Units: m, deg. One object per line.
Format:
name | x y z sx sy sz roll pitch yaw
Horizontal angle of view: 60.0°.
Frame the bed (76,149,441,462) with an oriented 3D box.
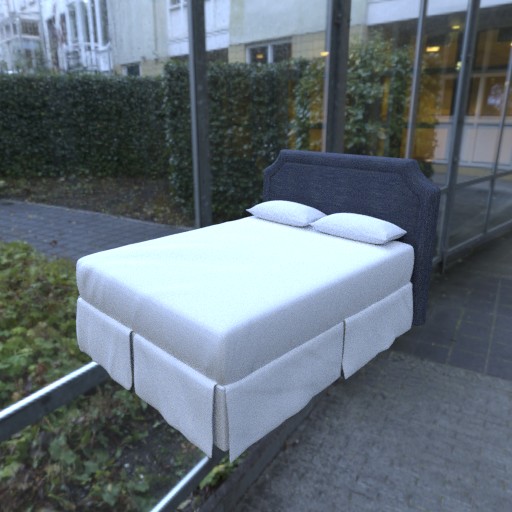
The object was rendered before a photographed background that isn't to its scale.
bed | 0.000 0.000 3.153 1.693 1.290 2.116 17 25 42
